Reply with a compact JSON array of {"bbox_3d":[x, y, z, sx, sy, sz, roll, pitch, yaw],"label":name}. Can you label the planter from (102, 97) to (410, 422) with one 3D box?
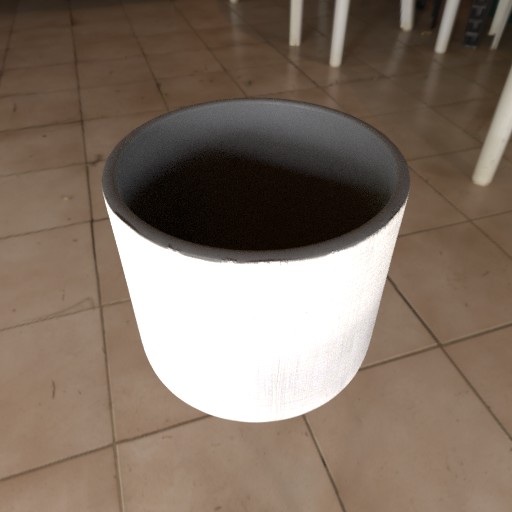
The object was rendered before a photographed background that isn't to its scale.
[{"bbox_3d":[0.000,0.000,0.441,0.254,0.221,0.254,0,43,0],"label":"planter"}]
